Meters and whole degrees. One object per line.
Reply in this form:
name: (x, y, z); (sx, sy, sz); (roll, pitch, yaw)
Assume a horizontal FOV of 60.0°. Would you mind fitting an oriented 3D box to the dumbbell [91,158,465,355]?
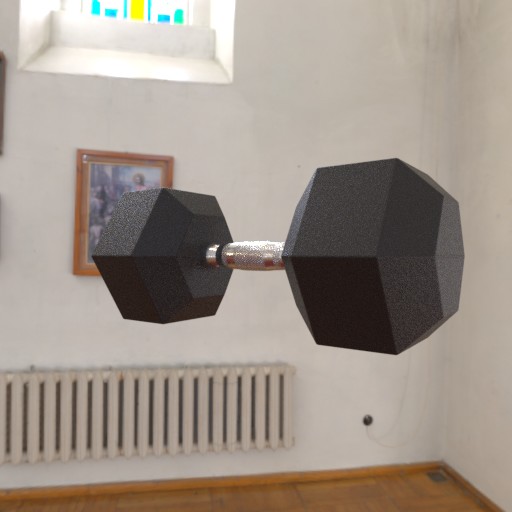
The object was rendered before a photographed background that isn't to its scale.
dumbbell: (0.000, 0.000, 0.329); (0.271, 0.106, 0.122); (0, 0, 36)
